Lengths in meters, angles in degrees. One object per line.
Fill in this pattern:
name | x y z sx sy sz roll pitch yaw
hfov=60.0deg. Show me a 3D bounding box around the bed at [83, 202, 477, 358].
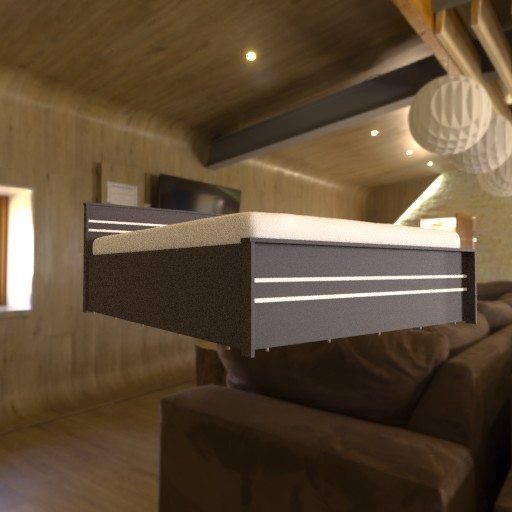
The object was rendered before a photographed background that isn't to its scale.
bed | 0.000 0.000 2.932 1.634 0.808 2.103 1 -2 -37
